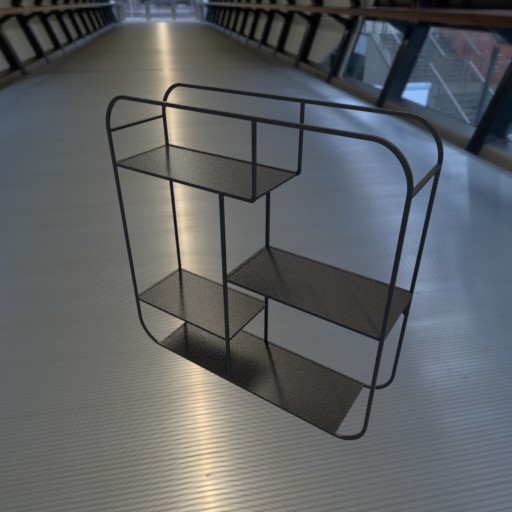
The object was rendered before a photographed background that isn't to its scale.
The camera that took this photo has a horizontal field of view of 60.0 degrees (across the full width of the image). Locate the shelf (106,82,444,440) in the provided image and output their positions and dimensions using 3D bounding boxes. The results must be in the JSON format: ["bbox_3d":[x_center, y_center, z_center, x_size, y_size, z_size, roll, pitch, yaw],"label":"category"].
[{"bbox_3d":[0.000,0.000,0.902,0.600,0.600,0.160,19,36,28],"label":"shelf"}]
